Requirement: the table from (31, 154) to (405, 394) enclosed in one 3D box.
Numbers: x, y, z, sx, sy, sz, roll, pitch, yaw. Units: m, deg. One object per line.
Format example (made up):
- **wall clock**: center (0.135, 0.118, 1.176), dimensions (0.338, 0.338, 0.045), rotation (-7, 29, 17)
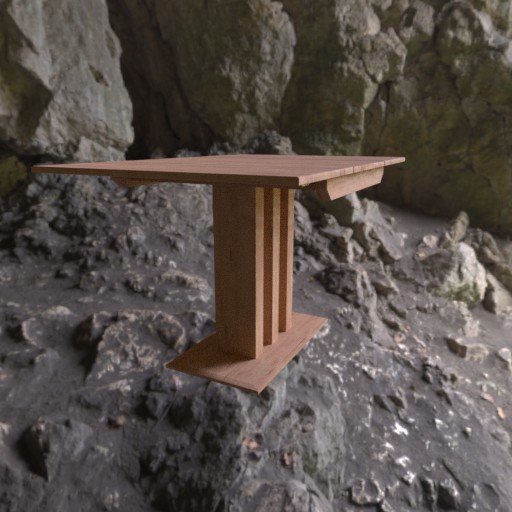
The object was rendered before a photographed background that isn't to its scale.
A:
- **table**: center (0.000, 0.000, 1.830), dimensions (0.900, 0.770, 1.300), rotation (8, 17, 27)
